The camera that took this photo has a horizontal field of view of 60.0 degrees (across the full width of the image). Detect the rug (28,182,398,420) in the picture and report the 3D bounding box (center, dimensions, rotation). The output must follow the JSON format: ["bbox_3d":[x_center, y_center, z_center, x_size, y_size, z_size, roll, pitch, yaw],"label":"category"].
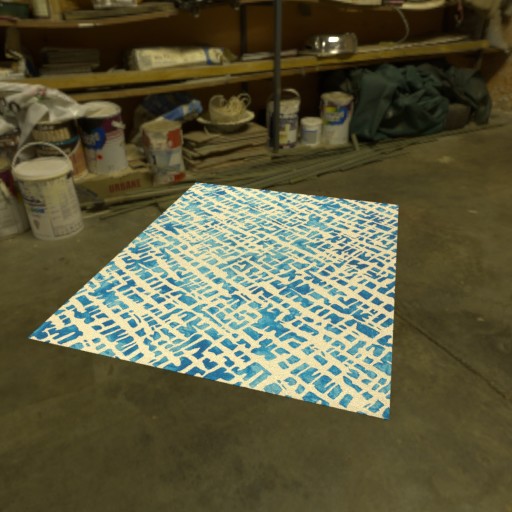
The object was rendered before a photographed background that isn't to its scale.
[{"bbox_3d":[0.000,0.000,4.008,2.435,0.007,3.007,9,32,14],"label":"rug"}]
